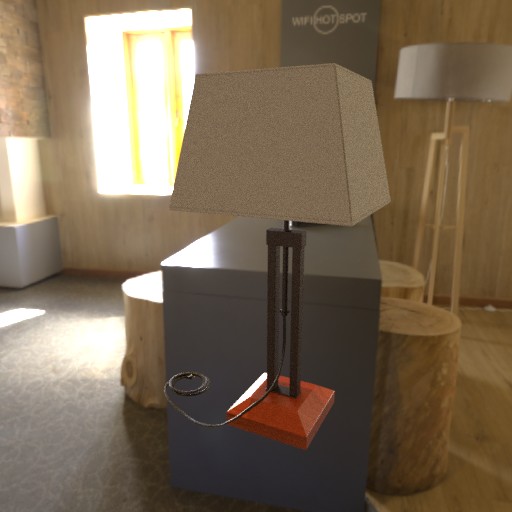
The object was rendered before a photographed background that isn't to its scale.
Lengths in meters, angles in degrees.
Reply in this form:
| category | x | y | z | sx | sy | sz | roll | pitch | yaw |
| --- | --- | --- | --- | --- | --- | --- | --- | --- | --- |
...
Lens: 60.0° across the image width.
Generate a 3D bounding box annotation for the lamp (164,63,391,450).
| category | x | y | z | sx | sy | sz | roll | pitch | yaw |
| --- | --- | --- | --- | --- | --- | --- | --- | --- | --- |
| lamp | 0.000 | 0.000 | 0.964 | 0.498 | 0.737 | 0.310 | 8 | 17 | 26 |
